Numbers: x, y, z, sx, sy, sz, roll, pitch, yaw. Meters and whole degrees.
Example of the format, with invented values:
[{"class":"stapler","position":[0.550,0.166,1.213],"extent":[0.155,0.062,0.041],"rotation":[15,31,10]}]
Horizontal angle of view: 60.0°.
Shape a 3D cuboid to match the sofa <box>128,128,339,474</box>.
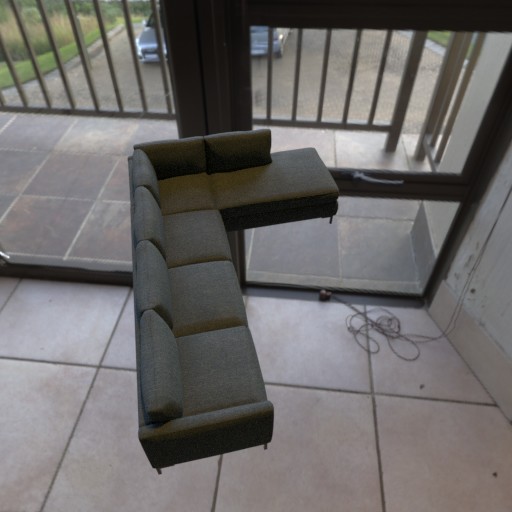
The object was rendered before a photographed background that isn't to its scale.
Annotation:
[{"class":"sofa","position":[0.000,0.000,3.760],"extent":[2.007,0.815,2.949],"rotation":[-9,47,-9]}]
